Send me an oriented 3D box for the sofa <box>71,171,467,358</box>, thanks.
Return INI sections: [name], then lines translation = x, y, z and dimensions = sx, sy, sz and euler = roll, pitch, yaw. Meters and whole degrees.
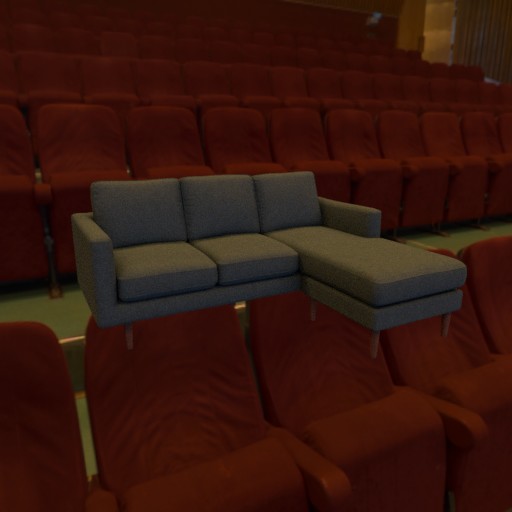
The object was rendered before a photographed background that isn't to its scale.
[sofa]
translation = 0.000, 0.000, 2.912
dimensions = 2.055, 0.957, 1.667
euler = -8, 17, -27
